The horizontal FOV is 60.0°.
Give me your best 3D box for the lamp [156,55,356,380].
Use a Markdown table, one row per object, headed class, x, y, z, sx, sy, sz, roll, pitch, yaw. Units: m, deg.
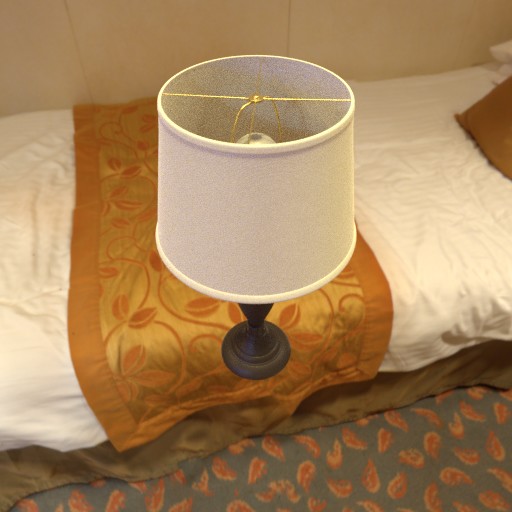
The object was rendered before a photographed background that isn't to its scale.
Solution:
| class | x | y | z | sx | sy | sz | roll | pitch | yaw |
| --- | --- | --- | --- | --- | --- | --- | --- | --- | --- |
| lamp | 0.000 | 0.000 | 0.802 | 0.335 | 0.611 | 0.335 | 0 | 46 | 0 |
